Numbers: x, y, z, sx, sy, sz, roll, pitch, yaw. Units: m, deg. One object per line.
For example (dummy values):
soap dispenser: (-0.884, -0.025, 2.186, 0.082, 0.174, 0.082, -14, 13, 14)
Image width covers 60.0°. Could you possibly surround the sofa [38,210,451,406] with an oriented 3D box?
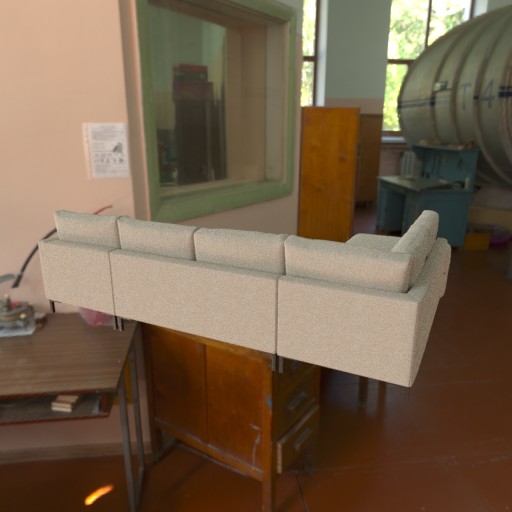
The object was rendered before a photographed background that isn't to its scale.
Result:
sofa: (0.000, 0.000, 3.808, 2.984, 0.862, 1.989, 8, 18, 26)
